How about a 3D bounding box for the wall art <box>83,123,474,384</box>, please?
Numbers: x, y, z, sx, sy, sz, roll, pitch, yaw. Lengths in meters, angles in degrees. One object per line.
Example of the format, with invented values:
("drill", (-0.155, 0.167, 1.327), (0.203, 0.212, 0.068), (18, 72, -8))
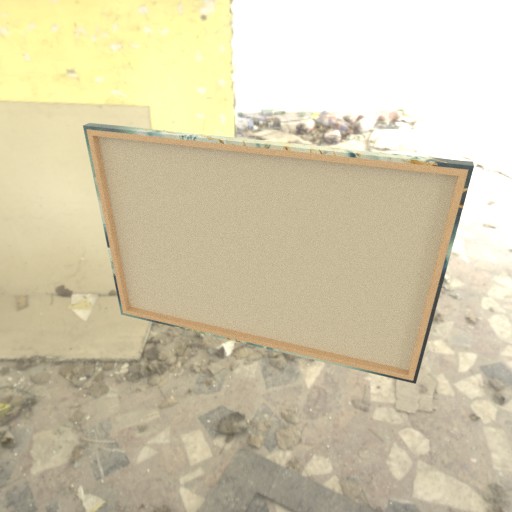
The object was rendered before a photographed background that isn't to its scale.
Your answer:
("wall art", (0.000, 0.000, 1.451), (1.138, 0.759, 0.035), (10, 33, 16))
